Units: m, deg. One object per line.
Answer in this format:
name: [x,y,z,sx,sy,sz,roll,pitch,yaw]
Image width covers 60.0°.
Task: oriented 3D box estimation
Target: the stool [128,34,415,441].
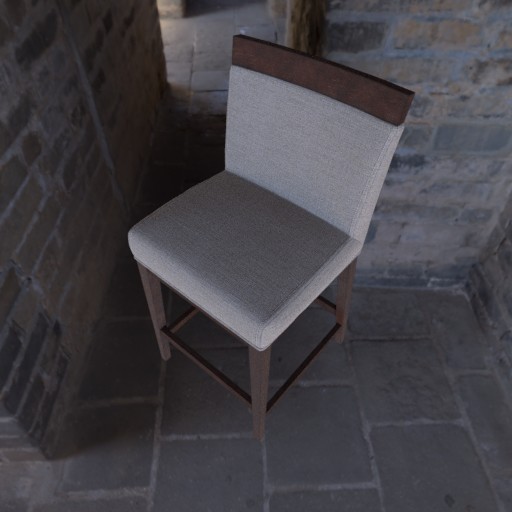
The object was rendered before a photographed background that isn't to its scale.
stool: [0.000,0.000,1.310,0.512,1.009,0.531,32,54,26]
